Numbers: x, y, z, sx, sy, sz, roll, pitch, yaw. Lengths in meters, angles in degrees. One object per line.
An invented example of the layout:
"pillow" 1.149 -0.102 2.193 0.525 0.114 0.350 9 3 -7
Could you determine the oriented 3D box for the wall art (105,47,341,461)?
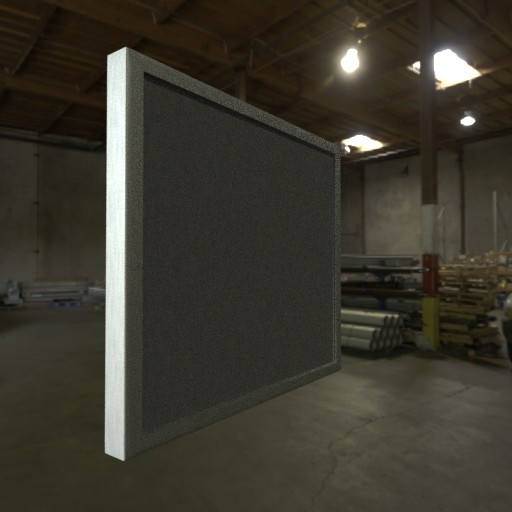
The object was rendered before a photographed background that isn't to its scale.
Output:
"wall art" 0.000 0.000 0.512 0.028 0.330 0.380 -1 -1 37
